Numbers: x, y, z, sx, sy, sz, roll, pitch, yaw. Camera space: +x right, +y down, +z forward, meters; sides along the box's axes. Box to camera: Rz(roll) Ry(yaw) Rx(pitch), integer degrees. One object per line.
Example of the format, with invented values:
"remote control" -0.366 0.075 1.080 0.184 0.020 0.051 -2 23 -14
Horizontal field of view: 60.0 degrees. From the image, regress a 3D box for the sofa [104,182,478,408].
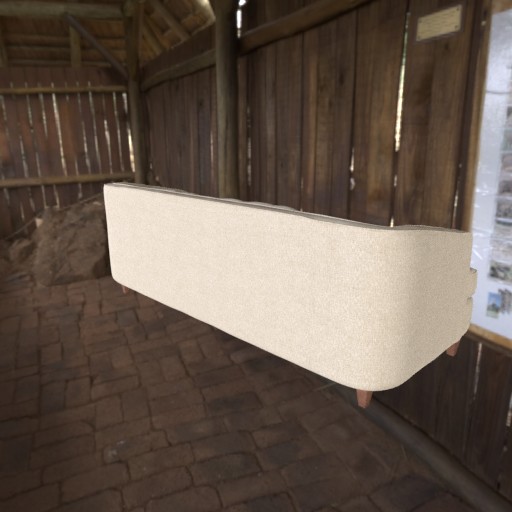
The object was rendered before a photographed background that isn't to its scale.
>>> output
"sofa" 0.000 0.000 2.635 2.235 0.788 0.913 15 21 43
